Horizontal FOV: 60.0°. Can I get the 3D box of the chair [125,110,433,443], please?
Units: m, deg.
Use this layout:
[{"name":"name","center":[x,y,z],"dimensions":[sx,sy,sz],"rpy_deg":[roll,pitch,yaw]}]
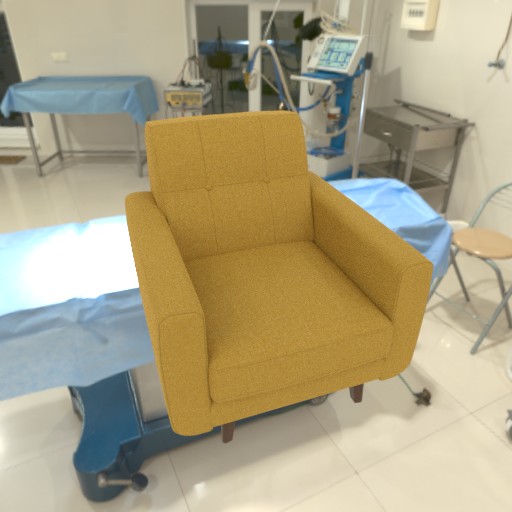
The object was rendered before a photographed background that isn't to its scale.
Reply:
[{"name":"chair","center":[0.000,0.000,1.593],"dimensions":[0.831,0.841,0.909],"rpy_deg":[-10,32,-17]}]
